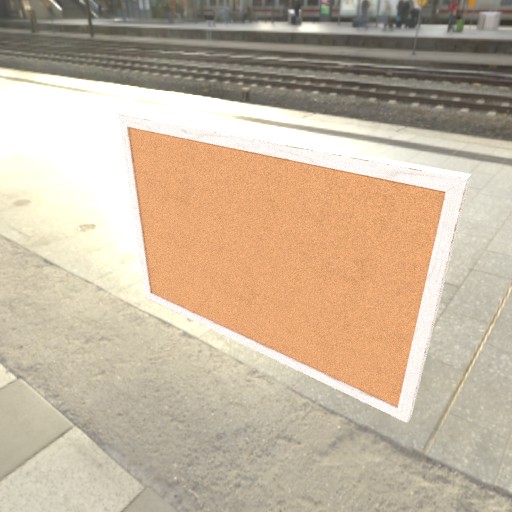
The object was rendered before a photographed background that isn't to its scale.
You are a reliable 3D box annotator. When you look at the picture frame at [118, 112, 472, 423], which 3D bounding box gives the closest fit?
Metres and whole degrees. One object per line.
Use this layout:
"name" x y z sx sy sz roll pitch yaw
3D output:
"picture frame" 0.000 0.000 1.201 0.950 0.640 0.029 19 35 30
